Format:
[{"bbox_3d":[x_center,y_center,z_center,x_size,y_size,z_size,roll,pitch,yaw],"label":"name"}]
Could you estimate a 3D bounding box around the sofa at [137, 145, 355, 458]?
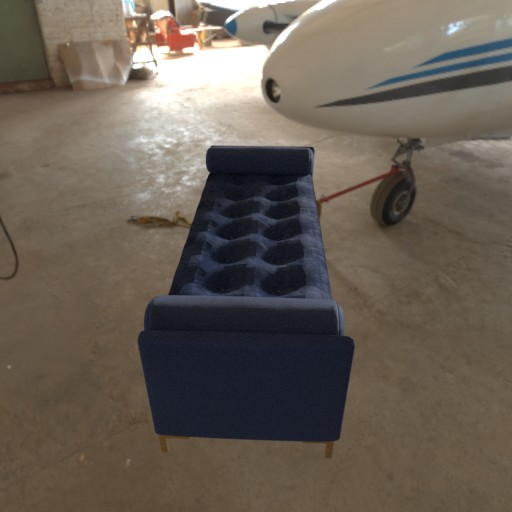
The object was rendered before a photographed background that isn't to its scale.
[{"bbox_3d":[0.000,0.000,2.577,0.796,0.705,2.102,1,33,2],"label":"sofa"}]
